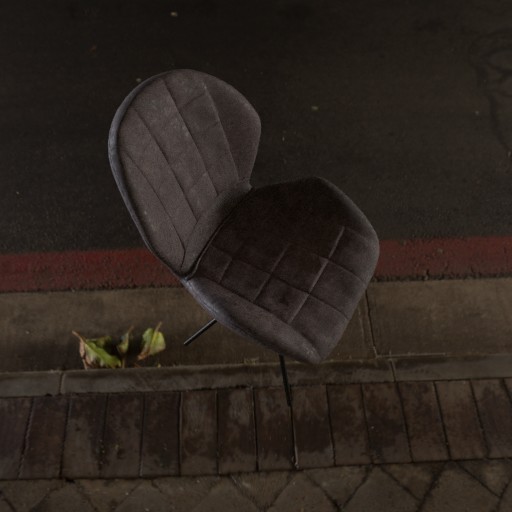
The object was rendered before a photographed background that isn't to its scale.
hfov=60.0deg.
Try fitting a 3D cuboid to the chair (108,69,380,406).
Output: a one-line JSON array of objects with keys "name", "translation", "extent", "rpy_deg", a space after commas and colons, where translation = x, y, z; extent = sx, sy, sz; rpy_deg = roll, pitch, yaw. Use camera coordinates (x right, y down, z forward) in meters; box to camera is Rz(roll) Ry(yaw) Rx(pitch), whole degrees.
[{"name": "chair", "translation": [0.000, 0.000, 1.295], "extent": [0.640, 0.934, 0.527], "rpy_deg": [26, 62, 15]}]
